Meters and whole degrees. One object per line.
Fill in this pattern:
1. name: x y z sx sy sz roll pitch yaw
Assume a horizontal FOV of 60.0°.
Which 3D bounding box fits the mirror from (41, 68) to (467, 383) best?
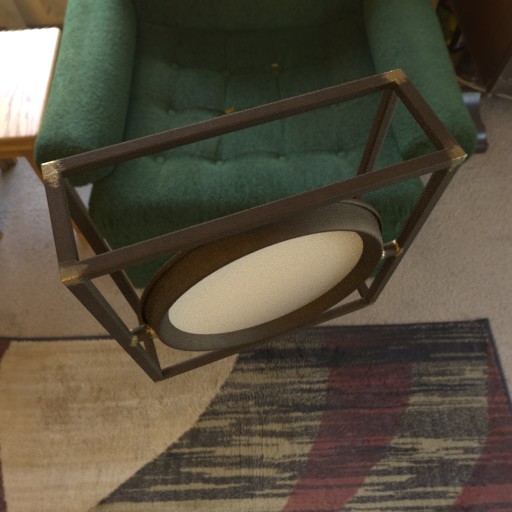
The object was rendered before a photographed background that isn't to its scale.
1. mirror: 0.000 0.000 0.468 0.306 0.303 0.107 -18 63 -9
